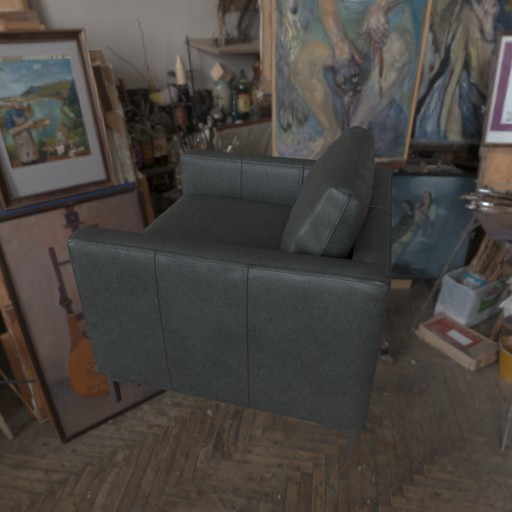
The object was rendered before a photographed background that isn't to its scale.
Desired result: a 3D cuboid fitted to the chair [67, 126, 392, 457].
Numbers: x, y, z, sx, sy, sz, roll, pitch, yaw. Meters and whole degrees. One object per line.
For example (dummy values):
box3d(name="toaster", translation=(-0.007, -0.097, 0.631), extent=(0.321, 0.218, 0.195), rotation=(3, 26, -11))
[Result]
box3d(name="chair", translation=(0.000, 0.000, 1.515), extent=(0.861, 0.824, 0.967), rotation=(8, 31, 13))
